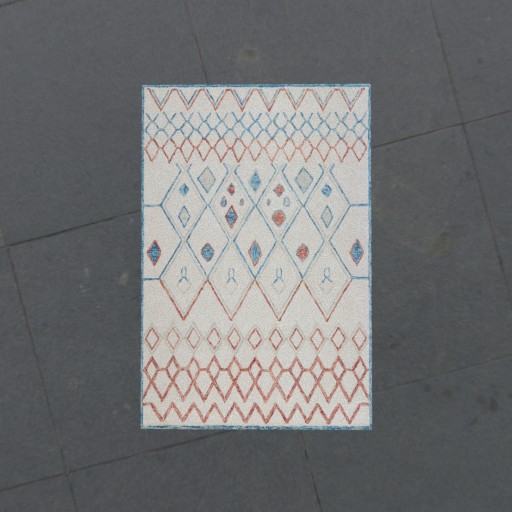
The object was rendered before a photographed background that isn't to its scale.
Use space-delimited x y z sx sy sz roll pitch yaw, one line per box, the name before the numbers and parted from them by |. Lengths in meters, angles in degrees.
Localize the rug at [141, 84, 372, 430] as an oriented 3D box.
rug | 0.000 0.000 2.352 1.219 0.016 1.829 0 89 1
